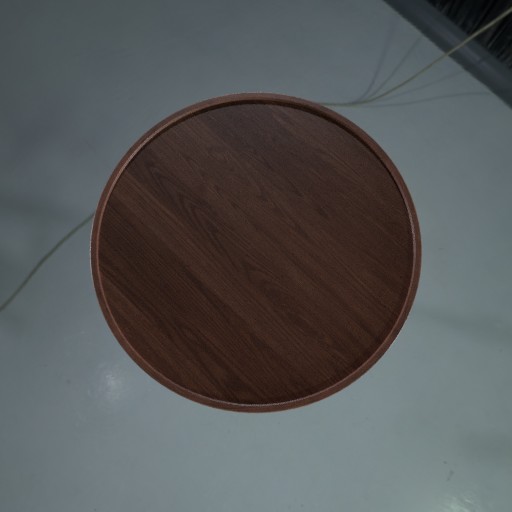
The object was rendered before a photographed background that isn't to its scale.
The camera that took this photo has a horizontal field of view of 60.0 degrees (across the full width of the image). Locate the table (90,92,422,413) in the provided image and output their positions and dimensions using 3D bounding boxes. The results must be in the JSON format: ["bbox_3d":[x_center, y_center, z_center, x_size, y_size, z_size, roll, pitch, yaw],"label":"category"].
[{"bbox_3d":[0.000,0.000,1.247,0.800,0.360,0.800,0,77,0],"label":"table"}]
